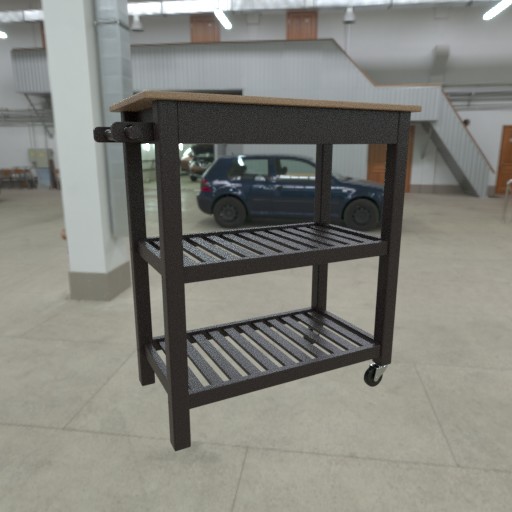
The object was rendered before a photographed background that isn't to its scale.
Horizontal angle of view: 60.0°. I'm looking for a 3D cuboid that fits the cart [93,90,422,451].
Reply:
[{"bbox_3d":[0.000,0.000,1.439,0.899,0.927,0.457,-7,15,-26],"label":"cart"}]
